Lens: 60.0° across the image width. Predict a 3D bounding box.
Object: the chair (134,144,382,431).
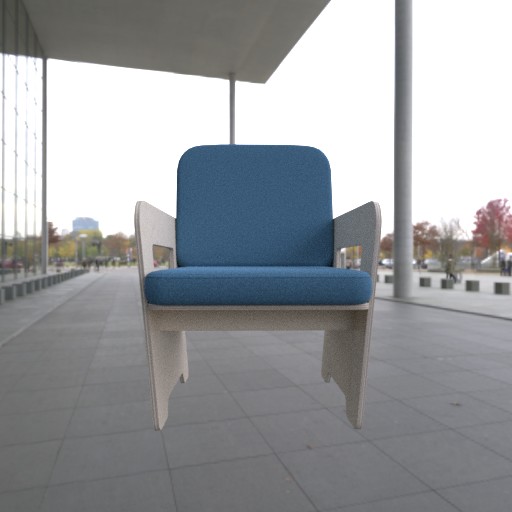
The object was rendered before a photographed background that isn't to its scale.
[{"bbox_3d":[0.000,0.000,1.193,0.547,0.747,0.657,0,0,-1],"label":"chair"}]
